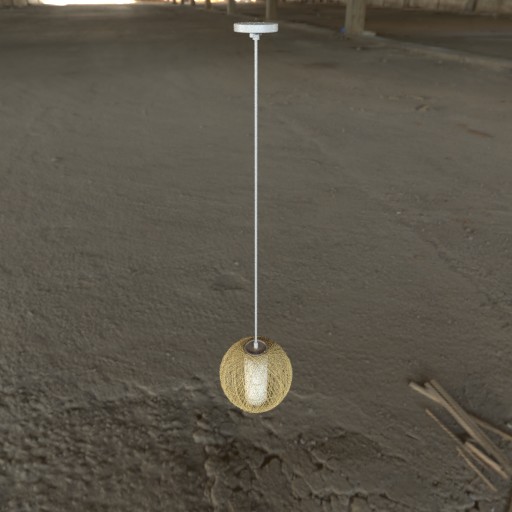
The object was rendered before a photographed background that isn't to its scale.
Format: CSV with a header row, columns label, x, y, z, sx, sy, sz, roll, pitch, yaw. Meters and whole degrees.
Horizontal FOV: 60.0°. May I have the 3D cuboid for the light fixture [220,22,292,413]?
label,x,y,z,sx,sy,sz,roll,pitch,yaw
light fixture,0.000,0.000,2.102,0.406,1.955,0.407,-8,32,-13
